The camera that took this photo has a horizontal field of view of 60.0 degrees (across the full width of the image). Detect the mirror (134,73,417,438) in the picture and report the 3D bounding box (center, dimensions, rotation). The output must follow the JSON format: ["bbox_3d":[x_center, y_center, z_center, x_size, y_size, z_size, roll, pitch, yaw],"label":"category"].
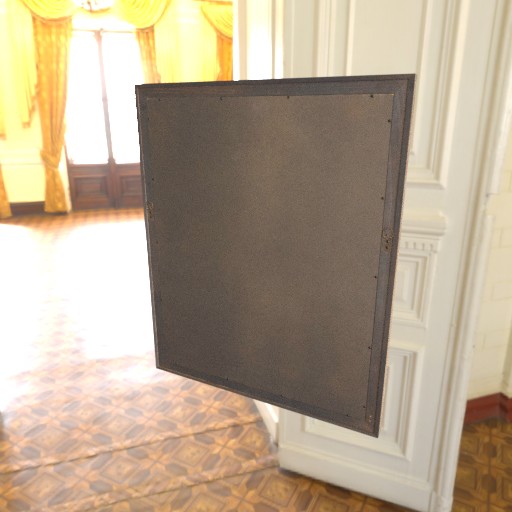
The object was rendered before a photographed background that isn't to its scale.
[{"bbox_3d":[0.000,0.000,1.192,0.730,0.882,0.032,9,20,26],"label":"mirror"}]
